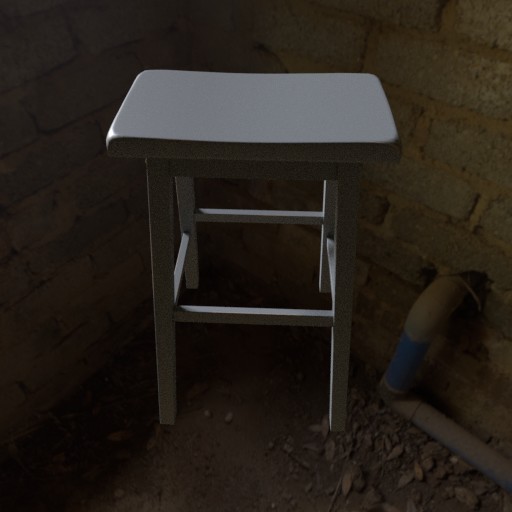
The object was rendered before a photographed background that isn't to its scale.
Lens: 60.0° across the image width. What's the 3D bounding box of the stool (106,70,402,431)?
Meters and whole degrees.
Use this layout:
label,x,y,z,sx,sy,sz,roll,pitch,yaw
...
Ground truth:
label,x,y,z,sx,sy,sz,roll,pitch,yaw
stool,0.000,0.000,1.001,0.457,0.737,0.476,2,46,2
